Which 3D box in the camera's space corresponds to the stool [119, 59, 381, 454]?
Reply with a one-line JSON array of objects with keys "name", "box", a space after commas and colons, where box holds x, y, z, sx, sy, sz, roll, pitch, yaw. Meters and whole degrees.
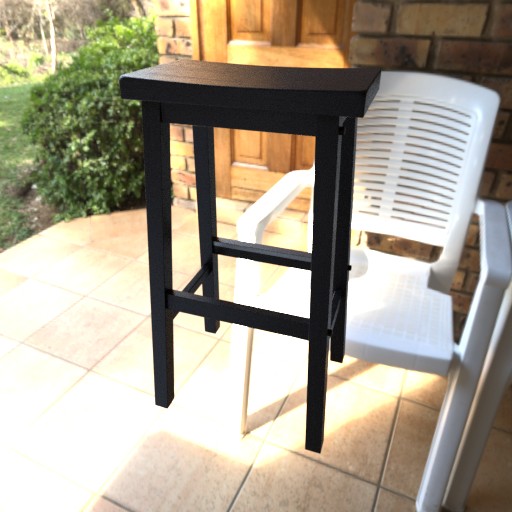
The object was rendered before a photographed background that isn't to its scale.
[{"name": "stool", "box": [0.000, 0.000, 0.957, 0.406, 0.742, 0.322, 10, 32, 16]}]
